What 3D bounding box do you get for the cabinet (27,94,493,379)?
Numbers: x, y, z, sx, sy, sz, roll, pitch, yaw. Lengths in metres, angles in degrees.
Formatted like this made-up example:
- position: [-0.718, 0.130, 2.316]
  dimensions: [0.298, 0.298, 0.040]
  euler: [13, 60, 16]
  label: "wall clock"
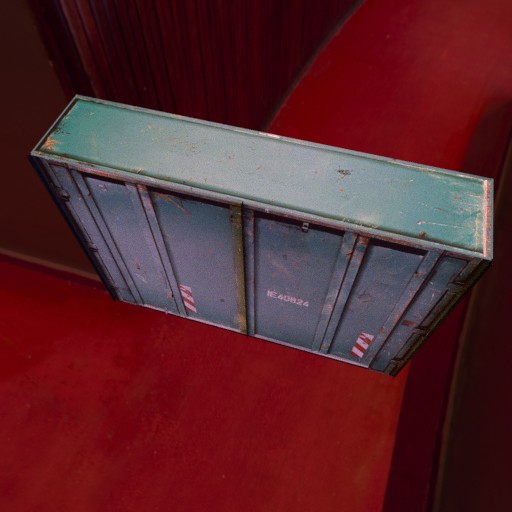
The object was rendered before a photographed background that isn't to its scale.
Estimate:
- position: [0.000, 0.000, 3.830]
  dimensions: [3.001, 2.160, 0.680]
  euler: [14, 59, 9]
  label: "cabinet"
